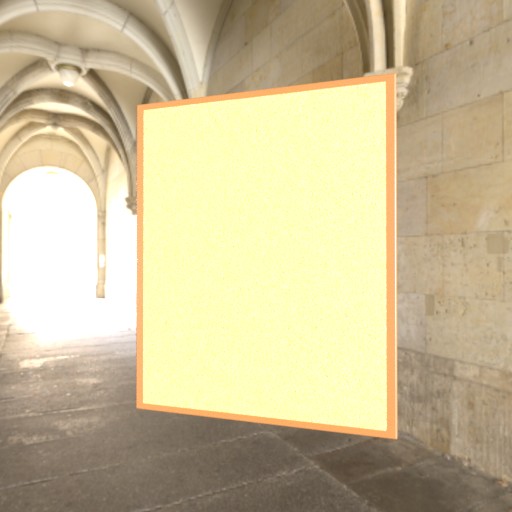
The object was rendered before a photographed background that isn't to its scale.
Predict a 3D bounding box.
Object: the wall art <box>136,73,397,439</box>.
[{"bbox_3d":[0.000,0.000,0.742,0.449,0.550,0.021,0,-1,18],"label":"wall art"}]
